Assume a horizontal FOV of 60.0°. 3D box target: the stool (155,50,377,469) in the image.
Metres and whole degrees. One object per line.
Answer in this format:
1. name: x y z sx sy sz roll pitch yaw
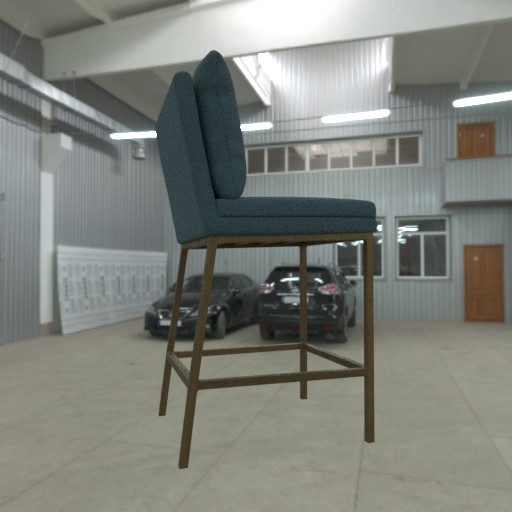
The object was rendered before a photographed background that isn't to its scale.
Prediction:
1. stool: 0.000 0.000 1.355 0.568 1.032 0.463 1 -2 -19
